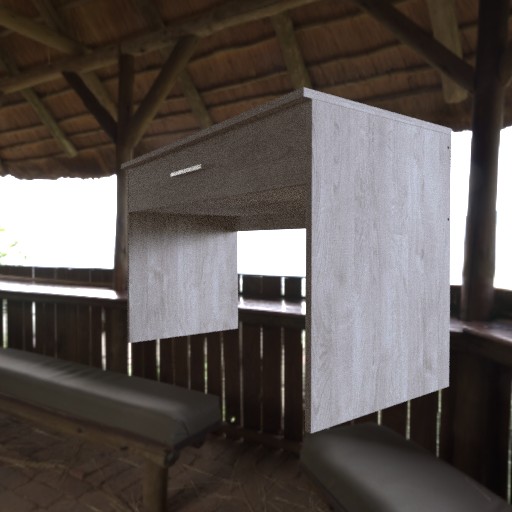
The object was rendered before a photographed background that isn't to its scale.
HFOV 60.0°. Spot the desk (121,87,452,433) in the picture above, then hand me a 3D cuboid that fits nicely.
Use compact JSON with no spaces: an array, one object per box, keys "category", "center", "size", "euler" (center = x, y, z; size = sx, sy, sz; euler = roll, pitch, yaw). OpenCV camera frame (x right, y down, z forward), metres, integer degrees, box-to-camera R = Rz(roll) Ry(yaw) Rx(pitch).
[{"category":"desk","center":[0.000,0.000,1.533],"size":[0.560,0.730,1.100],"euler":[-1,2,-36]}]
